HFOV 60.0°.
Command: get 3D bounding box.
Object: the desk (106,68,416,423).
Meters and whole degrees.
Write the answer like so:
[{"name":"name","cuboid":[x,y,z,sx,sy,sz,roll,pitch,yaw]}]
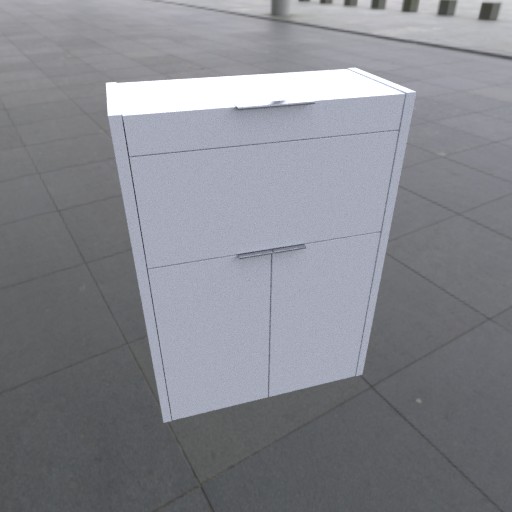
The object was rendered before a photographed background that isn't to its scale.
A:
[{"name":"desk","cuboid":[0.000,0.000,1.637,0.850,1.190,0.390,-9,34,-14]}]
